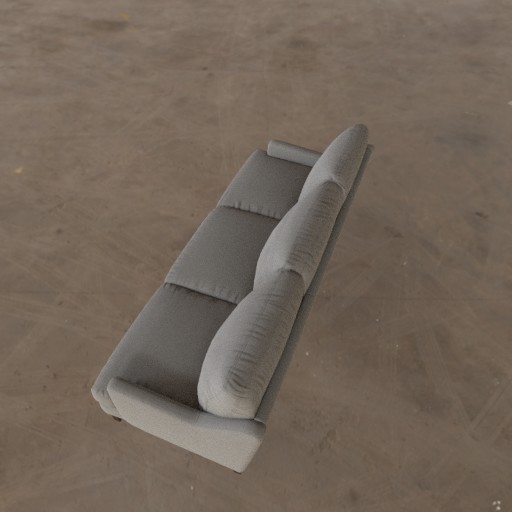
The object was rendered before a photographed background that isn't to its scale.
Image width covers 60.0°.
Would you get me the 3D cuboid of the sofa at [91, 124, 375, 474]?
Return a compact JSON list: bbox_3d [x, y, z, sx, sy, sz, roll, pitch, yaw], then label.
[{"bbox_3d":[0.000,0.000,2.879,0.987,0.926,2.344,17,50,14],"label":"sofa"}]
